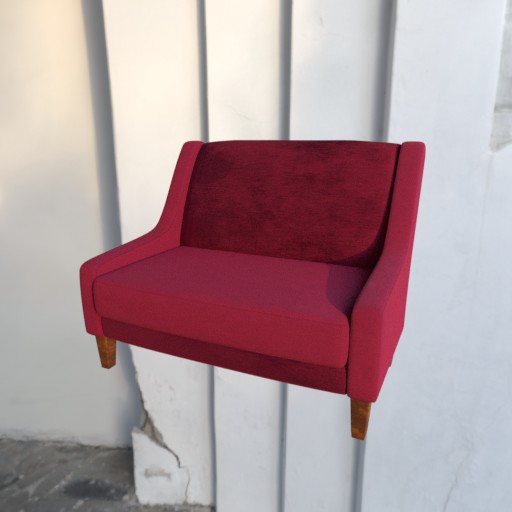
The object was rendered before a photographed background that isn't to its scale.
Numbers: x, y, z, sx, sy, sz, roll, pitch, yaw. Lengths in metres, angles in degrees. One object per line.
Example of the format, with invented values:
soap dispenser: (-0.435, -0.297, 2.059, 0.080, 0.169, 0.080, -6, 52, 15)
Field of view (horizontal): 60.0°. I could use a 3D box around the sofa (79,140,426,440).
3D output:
sofa: (0.000, 0.000, 1.935, 1.242, 0.976, 0.946, 7, 16, 24)
